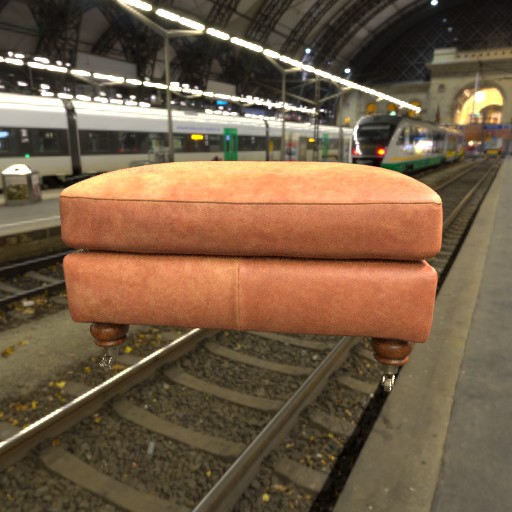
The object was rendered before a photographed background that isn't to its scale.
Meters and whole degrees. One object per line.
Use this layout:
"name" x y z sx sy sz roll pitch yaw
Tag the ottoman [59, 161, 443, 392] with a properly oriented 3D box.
"ottoman" 0.000 0.000 1.215 0.852 0.507 0.565 2 14 8
